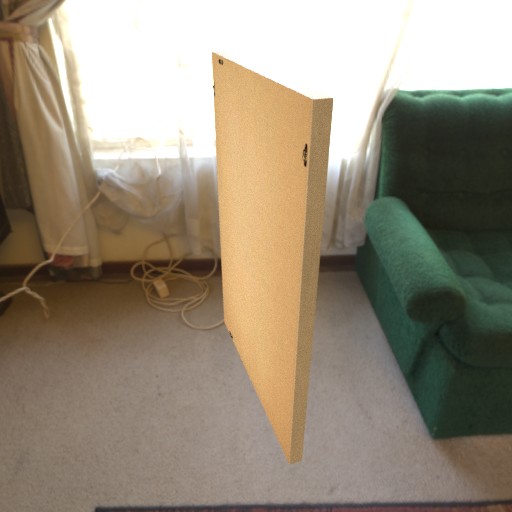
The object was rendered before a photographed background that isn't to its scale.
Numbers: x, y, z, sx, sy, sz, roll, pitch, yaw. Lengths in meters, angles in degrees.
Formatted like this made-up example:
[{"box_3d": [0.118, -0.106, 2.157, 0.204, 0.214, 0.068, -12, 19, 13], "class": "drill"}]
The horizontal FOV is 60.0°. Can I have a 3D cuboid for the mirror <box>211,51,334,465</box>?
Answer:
[{"box_3d": [0.000, 0.000, 1.162, 0.041, 0.915, 0.609, -10, 33, -17], "class": "mirror"}]
